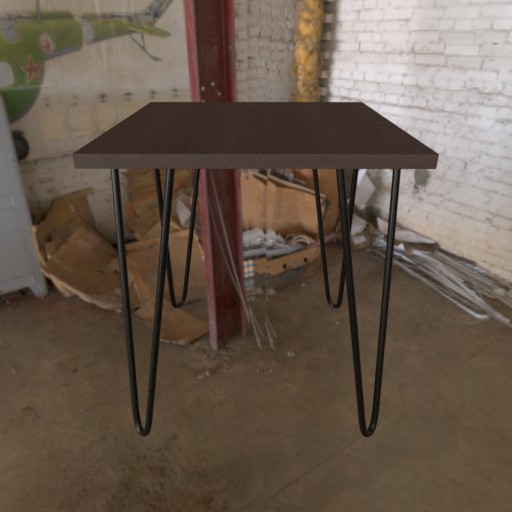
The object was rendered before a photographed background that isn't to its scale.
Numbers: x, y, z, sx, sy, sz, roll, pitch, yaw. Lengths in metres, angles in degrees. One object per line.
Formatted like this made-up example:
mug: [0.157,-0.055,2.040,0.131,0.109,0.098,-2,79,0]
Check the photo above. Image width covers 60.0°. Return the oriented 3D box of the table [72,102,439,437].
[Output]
table: [0.000,0.000,0.944,0.495,0.559,0.495,0,27,0]
